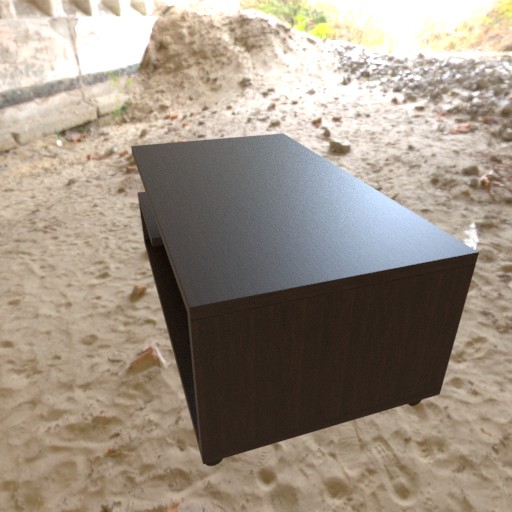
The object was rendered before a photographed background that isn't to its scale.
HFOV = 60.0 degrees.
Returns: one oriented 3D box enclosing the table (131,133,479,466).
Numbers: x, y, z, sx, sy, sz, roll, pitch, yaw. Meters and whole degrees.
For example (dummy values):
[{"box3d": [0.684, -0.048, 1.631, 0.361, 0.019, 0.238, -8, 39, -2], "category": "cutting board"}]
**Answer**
[{"box3d": [0.000, 0.000, 1.353, 0.590, 0.460, 1.050, -9, 30, -16], "category": "table"}]
